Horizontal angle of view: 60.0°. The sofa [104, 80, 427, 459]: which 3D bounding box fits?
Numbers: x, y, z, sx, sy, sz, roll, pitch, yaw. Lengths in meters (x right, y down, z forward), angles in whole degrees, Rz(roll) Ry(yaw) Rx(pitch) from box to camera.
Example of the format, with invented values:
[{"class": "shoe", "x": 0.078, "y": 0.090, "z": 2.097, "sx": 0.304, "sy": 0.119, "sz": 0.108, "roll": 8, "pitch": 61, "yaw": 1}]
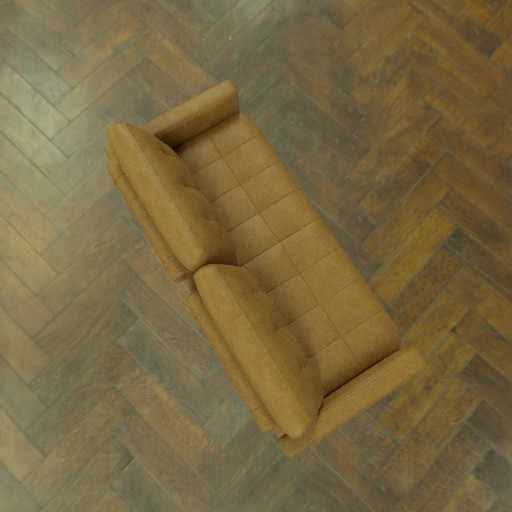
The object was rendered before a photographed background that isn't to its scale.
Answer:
[{"class": "sofa", "x": 0.000, "y": 0.000, "z": 2.308, "sx": 0.850, "sy": 0.898, "sz": 1.821, "roll": -31, "pitch": 79, "yaw": -7}]
